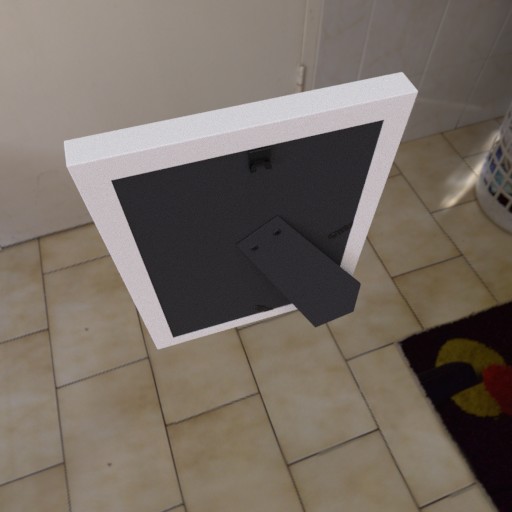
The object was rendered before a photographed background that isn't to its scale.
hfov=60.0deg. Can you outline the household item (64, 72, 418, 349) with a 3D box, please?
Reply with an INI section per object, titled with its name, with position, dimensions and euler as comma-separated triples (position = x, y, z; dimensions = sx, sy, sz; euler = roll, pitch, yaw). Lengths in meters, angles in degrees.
[household item]
position = 0.000, 0.000, 0.344
dimensions = 0.200, 0.250, 0.045
euler = -15, 58, -10
